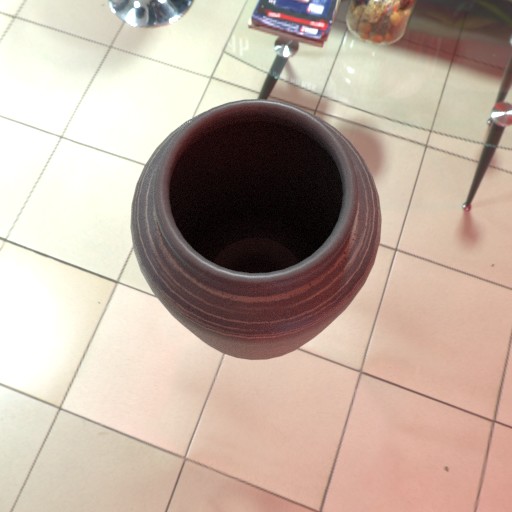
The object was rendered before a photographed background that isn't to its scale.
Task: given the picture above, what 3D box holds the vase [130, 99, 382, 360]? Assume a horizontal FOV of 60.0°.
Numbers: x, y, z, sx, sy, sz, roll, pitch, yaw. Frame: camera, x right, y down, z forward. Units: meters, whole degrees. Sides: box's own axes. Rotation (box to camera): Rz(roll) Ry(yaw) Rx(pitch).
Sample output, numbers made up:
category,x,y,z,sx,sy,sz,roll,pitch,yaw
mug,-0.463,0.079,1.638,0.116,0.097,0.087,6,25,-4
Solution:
category,x,y,z,sx,sy,sz,roll,pitch,yaw
vase,0.000,0.000,0.673,0.297,0.499,0.297,0,74,0
